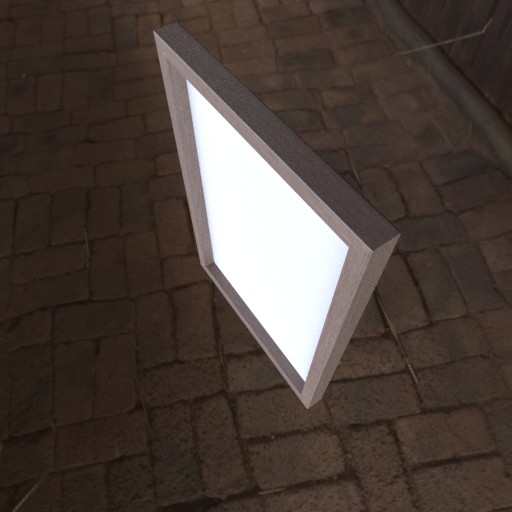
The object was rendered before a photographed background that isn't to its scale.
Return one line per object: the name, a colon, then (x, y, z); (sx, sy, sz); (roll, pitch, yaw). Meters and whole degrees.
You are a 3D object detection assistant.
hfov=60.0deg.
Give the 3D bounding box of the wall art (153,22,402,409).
wall art: (0.000, 0.000, 0.639); (0.032, 0.510, 0.358); (-31, 63, -18)
